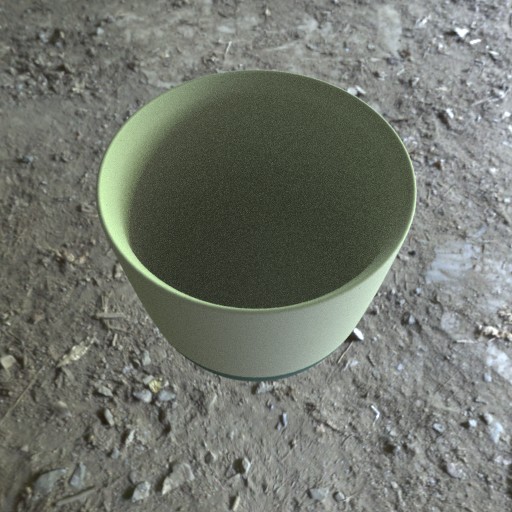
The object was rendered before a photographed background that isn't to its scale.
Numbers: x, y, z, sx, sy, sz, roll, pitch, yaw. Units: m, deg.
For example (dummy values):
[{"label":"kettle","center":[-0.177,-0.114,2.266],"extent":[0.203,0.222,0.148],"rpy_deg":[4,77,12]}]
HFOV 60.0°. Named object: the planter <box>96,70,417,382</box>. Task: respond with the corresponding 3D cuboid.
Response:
[{"label":"planter","center":[0.000,0.000,0.376],"extent":[0.204,0.214,0.204],"rpy_deg":[0,58,0]}]
